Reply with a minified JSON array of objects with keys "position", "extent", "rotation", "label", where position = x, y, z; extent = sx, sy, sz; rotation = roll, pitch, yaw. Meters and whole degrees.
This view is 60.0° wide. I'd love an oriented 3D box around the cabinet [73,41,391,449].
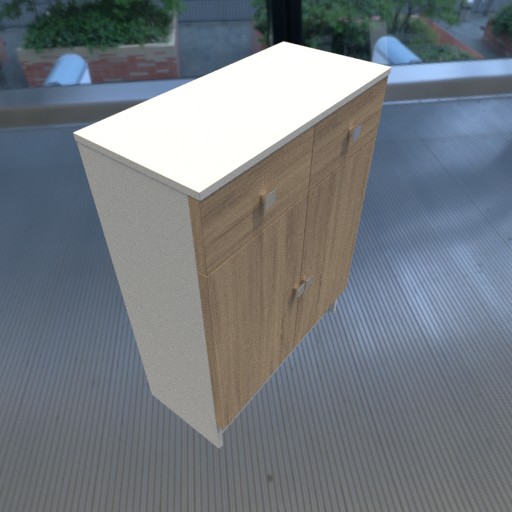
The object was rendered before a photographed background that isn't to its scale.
[{"position":[0.000,0.000,1.111],"extent":[0.296,0.815,0.600],"rotation":[28,49,27],"label":"cabinet"}]
